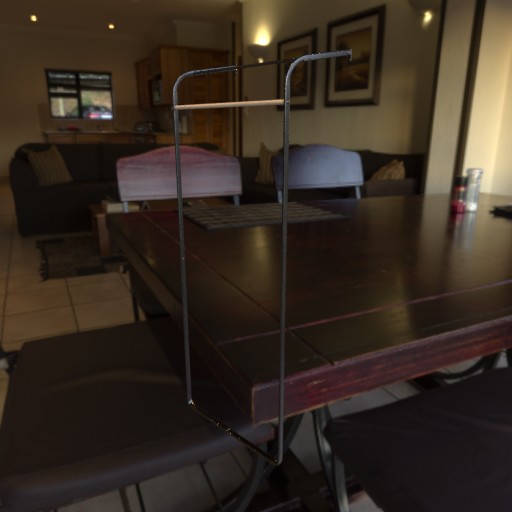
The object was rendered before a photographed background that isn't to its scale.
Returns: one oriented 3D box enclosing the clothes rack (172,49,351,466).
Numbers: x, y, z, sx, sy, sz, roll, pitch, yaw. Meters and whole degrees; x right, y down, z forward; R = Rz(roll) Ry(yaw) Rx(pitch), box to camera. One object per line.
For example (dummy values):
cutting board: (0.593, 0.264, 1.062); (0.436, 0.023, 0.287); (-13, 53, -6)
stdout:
clothes rack: (0.000, 0.000, 1.871); (0.609, 1.574, 0.349); (15, 22, 43)
